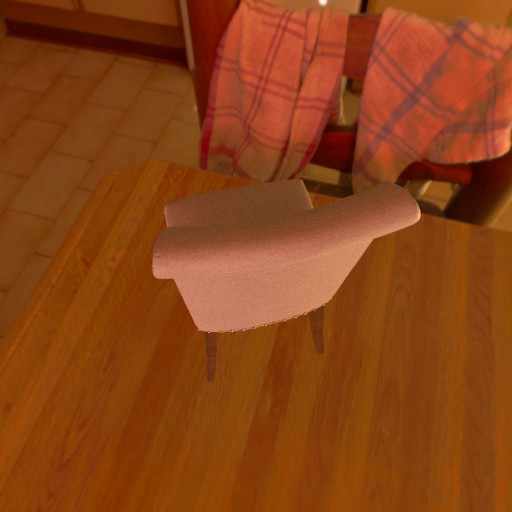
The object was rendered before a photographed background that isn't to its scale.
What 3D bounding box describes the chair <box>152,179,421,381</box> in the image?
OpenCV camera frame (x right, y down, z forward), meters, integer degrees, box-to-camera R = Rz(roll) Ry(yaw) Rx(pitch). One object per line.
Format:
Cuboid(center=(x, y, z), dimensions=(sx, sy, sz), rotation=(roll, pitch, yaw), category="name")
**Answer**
Cuboid(center=(0.000, 0.000, 1.345), dimensions=(0.513, 0.988, 0.608), rotation=(-12, 59, -8), category="chair")
